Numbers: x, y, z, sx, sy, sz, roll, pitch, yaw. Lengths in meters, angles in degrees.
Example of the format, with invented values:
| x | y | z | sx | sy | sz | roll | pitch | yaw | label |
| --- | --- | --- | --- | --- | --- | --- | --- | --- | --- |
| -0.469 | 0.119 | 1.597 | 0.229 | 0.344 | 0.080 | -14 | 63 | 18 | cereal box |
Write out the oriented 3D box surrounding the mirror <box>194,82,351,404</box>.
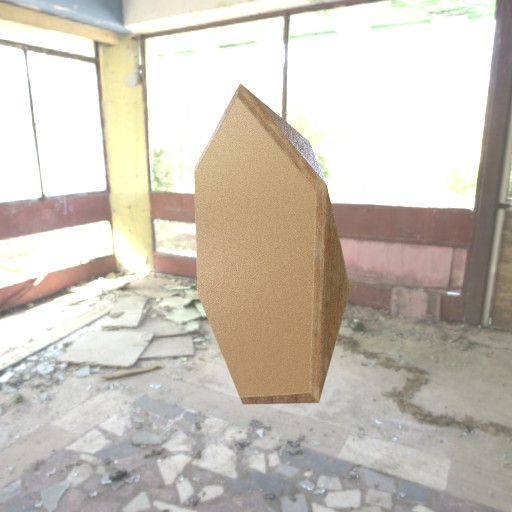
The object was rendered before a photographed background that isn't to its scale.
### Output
| x | y | z | sx | sy | sz | roll | pitch | yaw | label |
| --- | --- | --- | --- | --- | --- | --- | --- | --- | --- |
| 0.000 | 0.000 | 1.065 | 0.091 | 0.779 | 0.675 | -7 | 15 | -25 | mirror |
